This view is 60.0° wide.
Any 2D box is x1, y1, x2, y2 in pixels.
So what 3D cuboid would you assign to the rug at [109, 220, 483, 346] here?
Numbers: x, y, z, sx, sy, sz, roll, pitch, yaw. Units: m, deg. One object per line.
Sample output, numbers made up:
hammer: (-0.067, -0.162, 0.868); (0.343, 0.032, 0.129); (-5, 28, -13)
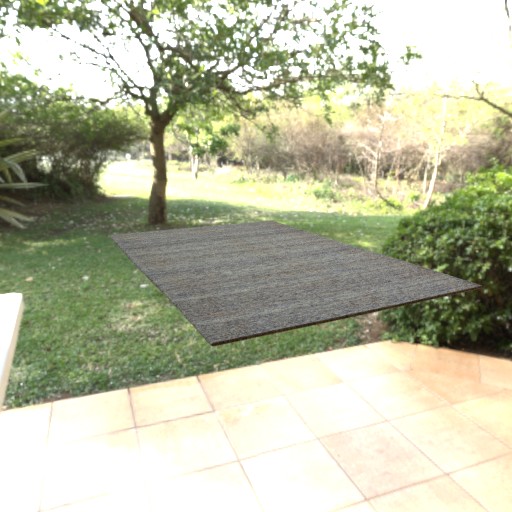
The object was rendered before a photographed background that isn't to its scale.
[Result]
rug: (0.000, 0.000, 2.396); (1.243, 0.014, 1.846); (-7, 16, -26)
